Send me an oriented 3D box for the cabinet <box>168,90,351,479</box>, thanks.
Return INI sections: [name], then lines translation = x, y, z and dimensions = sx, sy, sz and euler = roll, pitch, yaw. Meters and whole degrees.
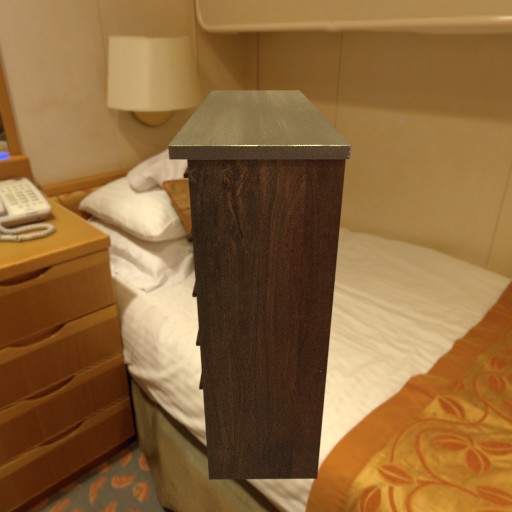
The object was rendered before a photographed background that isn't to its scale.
[cabinet]
translation = 0.000, 0.000, 1.439
dimensions = 0.338, 0.919, 0.968
euler = 0, 26, 0
